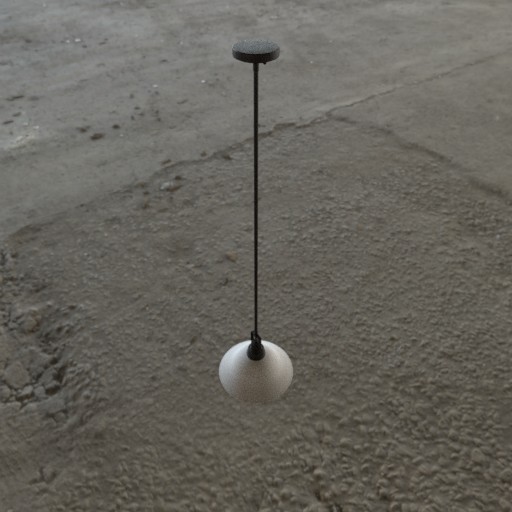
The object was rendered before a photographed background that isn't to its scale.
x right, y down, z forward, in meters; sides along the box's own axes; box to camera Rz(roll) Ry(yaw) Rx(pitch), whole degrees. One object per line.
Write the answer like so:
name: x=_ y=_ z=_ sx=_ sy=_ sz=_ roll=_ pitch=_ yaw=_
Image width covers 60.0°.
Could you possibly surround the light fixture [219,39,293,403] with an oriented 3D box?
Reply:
light fixture: x=0.000 y=0.000 z=1.502 sx=0.324 sy=1.337 sz=0.324 roll=-26 pitch=48 yaw=-26
